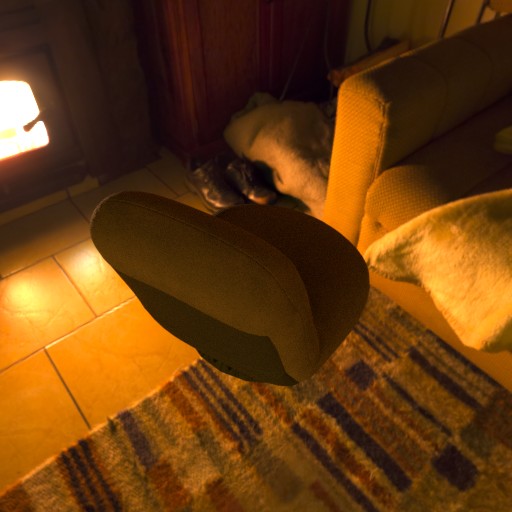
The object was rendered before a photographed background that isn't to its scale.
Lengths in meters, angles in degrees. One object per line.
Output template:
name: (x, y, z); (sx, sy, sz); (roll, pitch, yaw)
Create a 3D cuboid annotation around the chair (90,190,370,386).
chair: (0.000, 0.000, 1.053); (0.521, 0.594, 0.597); (23, 50, 21)
